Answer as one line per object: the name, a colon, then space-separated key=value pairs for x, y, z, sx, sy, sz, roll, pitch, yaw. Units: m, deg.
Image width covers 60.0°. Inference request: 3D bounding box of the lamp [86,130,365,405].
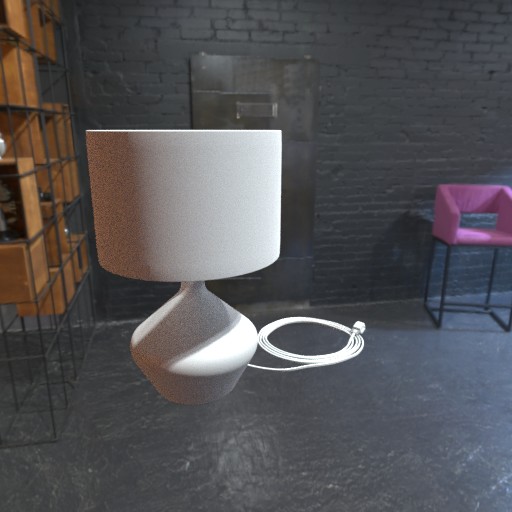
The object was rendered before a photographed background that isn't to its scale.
lamp: x=0.000 y=0.000 z=0.837 sx=0.546 sy=0.457 sz=0.401 roll=-3 pitch=16 yaw=-9
